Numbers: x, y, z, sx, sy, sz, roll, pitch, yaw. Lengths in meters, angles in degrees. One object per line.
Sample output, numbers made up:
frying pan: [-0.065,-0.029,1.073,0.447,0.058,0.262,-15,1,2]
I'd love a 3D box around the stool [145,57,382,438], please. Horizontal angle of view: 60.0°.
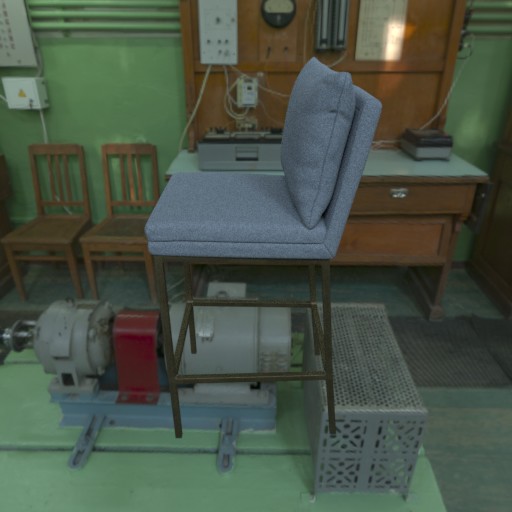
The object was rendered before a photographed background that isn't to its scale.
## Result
stool: [0.000,0.000,1.405,0.569,1.130,0.463,0,28,0]
